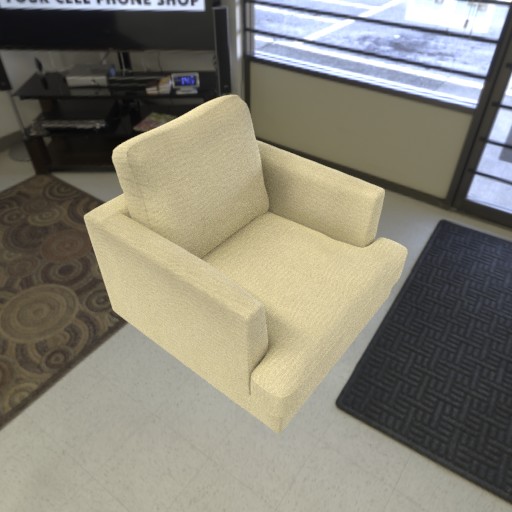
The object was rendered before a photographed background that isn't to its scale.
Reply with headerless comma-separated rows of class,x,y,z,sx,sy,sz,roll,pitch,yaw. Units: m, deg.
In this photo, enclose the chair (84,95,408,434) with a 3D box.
chair,0.000,0.000,1.702,0.899,0.957,0.858,28,49,28
